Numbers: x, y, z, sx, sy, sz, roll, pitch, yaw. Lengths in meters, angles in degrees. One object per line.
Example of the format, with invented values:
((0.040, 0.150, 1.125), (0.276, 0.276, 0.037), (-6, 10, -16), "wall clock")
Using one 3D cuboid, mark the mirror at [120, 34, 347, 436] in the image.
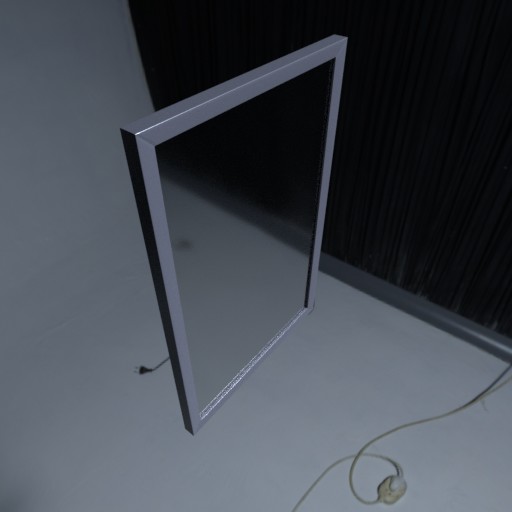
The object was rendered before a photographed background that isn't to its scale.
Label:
((0.000, 0.000, 1.132), (0.040, 0.915, 0.609), (28, 49, 28), "mirror")
